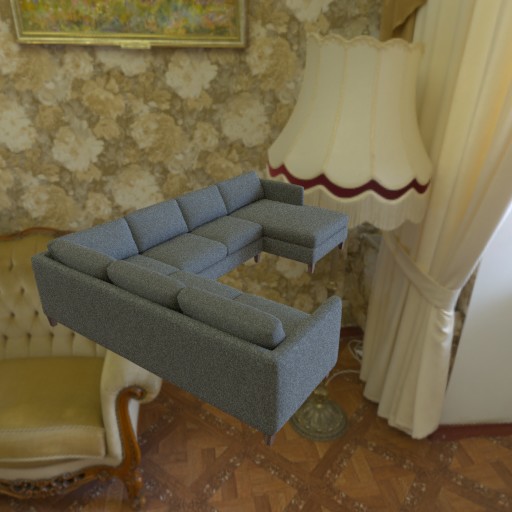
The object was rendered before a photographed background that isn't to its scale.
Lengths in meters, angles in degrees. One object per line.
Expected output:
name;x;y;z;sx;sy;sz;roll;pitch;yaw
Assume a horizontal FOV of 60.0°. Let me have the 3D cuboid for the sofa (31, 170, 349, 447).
sofa;0.000;0.000;4.448;2.551;0.853;3.238;16;30;31
